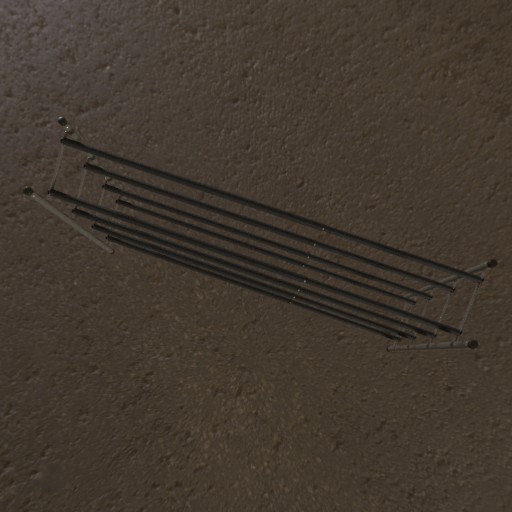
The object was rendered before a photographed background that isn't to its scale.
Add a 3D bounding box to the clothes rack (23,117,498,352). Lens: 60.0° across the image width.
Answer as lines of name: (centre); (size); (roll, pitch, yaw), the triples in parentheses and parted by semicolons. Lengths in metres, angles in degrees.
clothes rack: (0.000, 0.000, 1.417); (1.168, 0.672, 0.229); (19, 78, 4)
